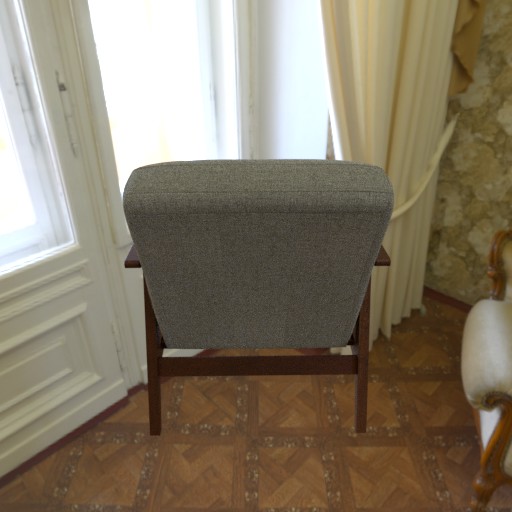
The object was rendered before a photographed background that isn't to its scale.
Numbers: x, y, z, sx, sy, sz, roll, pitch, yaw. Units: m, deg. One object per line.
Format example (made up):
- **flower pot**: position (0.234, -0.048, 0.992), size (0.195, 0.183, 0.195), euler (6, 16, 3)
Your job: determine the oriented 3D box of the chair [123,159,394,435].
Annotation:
- **chair**: position (0.000, 0.000, 1.479), size (0.704, 0.847, 0.858), euler (0, 30, -1)
